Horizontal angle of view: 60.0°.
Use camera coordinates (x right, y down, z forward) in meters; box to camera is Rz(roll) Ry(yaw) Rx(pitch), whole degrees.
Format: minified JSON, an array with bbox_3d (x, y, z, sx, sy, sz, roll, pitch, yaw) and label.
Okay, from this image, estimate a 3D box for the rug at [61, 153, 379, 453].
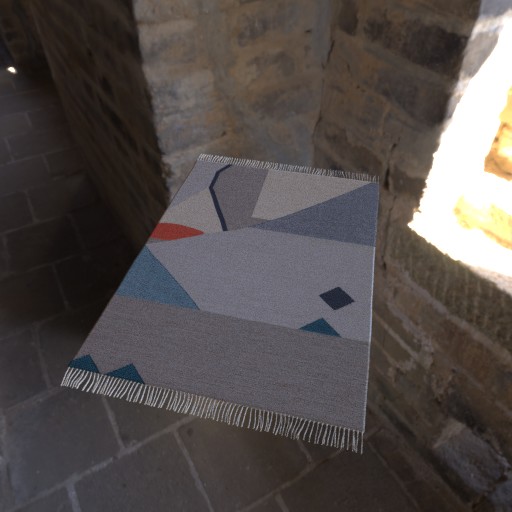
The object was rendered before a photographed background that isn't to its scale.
[{"bbox_3d":[0.000,0.000,2.325,1.220,0.005,1.828,9,44,10],"label":"rug"}]
